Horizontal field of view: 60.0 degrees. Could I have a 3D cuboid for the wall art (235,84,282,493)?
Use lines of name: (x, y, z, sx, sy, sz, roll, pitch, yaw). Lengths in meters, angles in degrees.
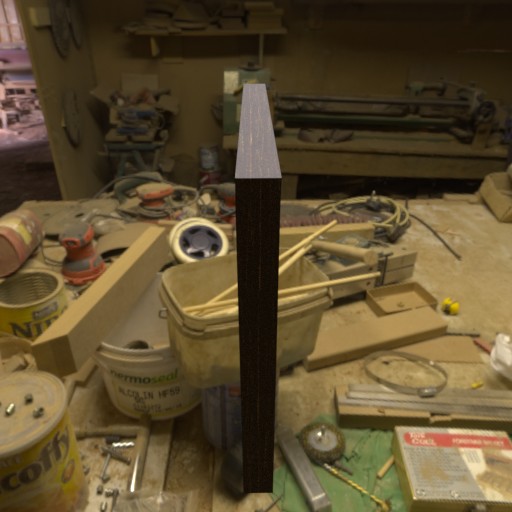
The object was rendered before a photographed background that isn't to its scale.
wall art: (0.000, 0.000, 0.528, 0.031, 0.330, 0.381, 0, 30, -1)
